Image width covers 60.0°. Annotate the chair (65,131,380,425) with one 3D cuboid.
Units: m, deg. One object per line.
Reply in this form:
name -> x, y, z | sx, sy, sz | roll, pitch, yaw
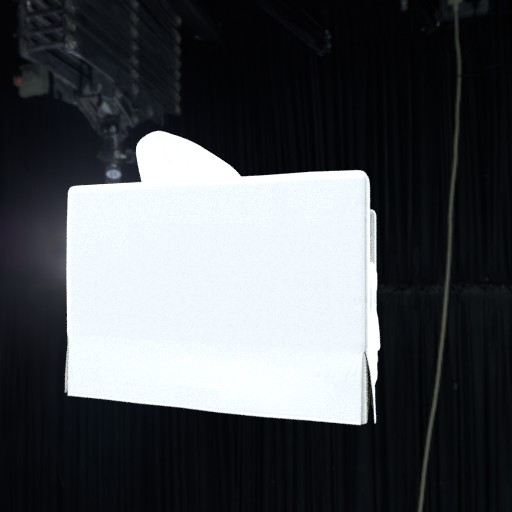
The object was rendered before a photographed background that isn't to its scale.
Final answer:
chair -> 0.000, 0.000, 1.800 | 0.957, 0.878, 1.150 | 0, -1, 16
